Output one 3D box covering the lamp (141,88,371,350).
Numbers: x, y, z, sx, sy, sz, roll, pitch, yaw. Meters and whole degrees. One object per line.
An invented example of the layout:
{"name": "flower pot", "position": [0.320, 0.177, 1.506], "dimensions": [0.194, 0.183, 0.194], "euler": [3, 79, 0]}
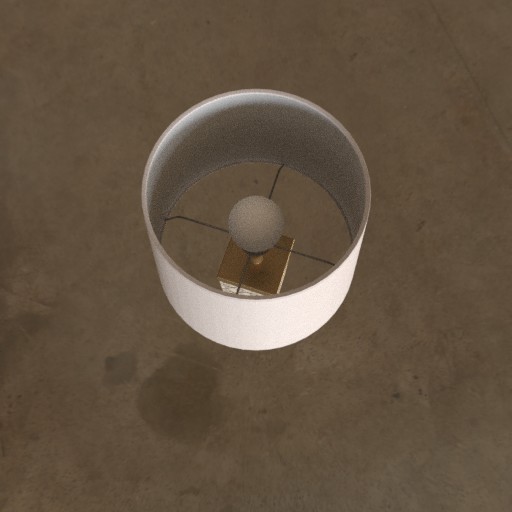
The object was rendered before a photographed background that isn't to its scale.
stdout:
{"name": "lamp", "position": [0.000, 0.000, 0.592], "dimensions": [0.251, 0.435, 0.251], "euler": [0, 74, 0]}
